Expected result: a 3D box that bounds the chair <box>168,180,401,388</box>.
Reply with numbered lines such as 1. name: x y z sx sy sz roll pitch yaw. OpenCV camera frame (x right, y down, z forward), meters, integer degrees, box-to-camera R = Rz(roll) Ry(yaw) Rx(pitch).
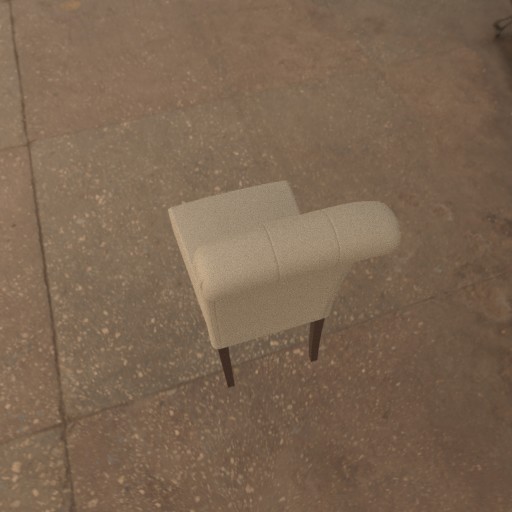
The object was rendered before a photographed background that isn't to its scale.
1. chair: 0.000 0.000 1.390 0.456 1.006 0.671 -15 59 -9
